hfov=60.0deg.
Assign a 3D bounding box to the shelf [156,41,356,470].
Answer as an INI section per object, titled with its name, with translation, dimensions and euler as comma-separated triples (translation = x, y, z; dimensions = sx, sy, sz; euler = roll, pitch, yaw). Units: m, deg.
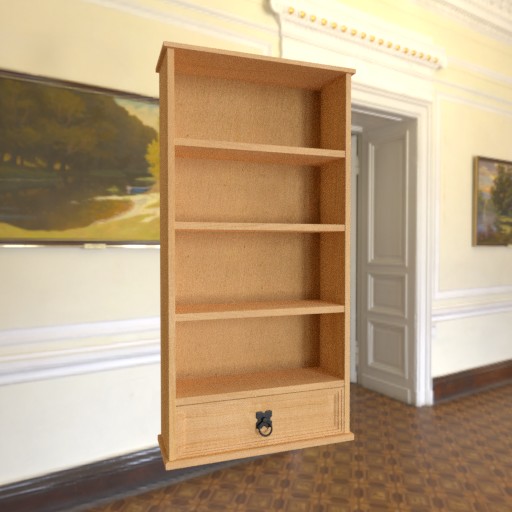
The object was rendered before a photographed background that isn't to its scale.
[shelf]
translation = 0.000, 0.000, 1.224
dimensions = 0.520, 1.030, 0.175
euler = 0, 1, -19
